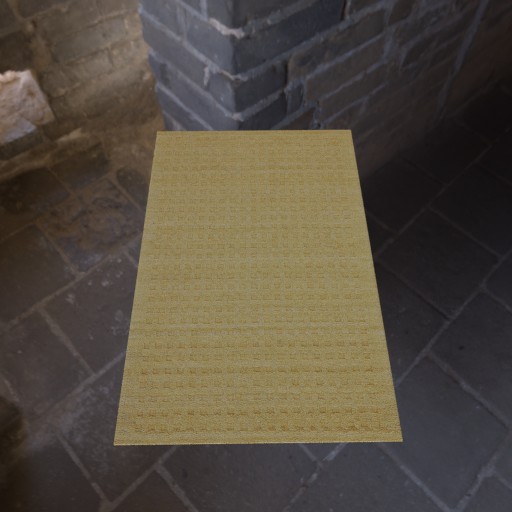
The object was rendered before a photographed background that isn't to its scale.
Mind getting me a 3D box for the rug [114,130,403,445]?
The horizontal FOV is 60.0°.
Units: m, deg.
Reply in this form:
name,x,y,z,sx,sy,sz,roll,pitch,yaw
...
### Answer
name,x,y,z,sx,sy,sz,roll,pitch,yaw
rug,0.000,0.000,2.915,1.524,0.006,2.286,-1,60,0
